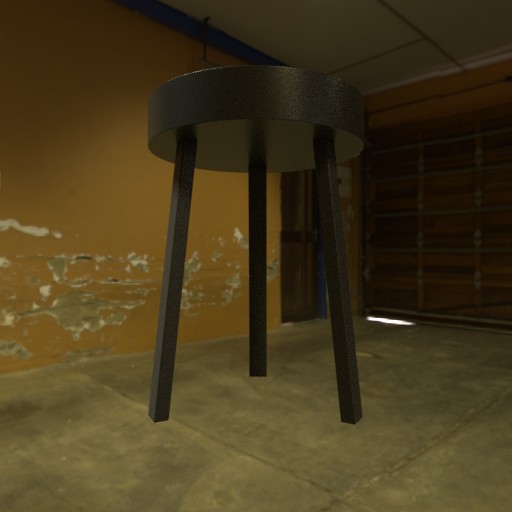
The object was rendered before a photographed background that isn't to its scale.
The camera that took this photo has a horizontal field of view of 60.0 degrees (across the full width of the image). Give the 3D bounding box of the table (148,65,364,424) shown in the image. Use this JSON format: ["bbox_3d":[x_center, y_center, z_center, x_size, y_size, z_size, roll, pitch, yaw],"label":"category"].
[{"bbox_3d":[0.000,0.000,0.855,0.406,0.559,0.406,0,-1,0],"label":"table"}]
